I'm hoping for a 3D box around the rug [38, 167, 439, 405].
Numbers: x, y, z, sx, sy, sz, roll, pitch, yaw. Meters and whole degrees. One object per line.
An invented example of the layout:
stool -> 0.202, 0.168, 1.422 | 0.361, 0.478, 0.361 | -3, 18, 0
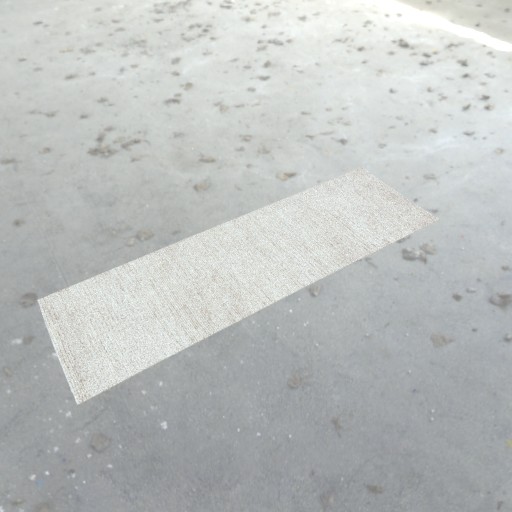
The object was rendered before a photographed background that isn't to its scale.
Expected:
rug -> 0.000, 0.000, 2.616 | 2.346, 0.013, 0.712 | -24, 50, -22
